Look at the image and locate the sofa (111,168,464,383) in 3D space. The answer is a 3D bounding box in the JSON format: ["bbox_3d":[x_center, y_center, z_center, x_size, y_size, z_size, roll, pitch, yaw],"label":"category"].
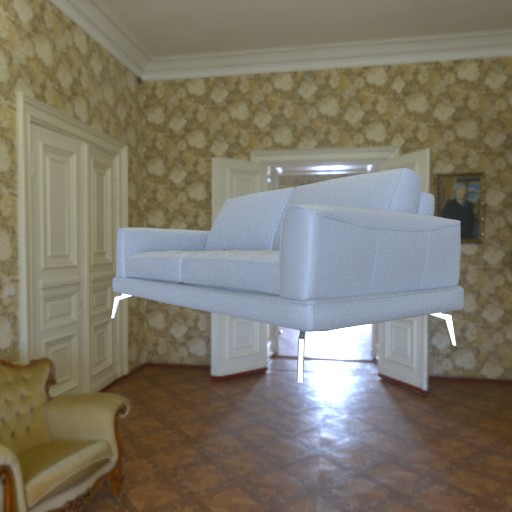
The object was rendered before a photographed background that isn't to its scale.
[{"bbox_3d":[0.000,0.000,2.761,1.121,0.930,2.177,0,0,-36],"label":"sofa"}]
